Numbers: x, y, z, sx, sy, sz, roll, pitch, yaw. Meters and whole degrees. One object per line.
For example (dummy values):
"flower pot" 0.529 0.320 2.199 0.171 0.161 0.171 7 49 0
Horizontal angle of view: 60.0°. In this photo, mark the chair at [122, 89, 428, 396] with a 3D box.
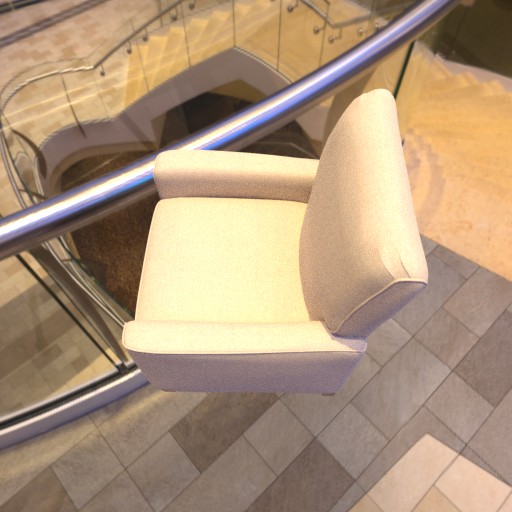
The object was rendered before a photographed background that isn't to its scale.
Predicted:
"chair" 0.000 0.000 1.625 0.858 1.023 0.841 1 59 1
